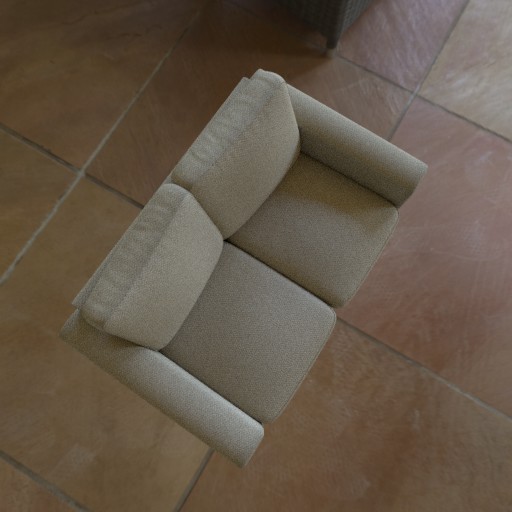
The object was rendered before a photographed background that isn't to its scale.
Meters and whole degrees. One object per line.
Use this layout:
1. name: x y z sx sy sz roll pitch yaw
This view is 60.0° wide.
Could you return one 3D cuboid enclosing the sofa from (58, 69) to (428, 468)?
1. sofa: 0.000 0.000 2.137 1.016 0.873 1.616 33 79 7
